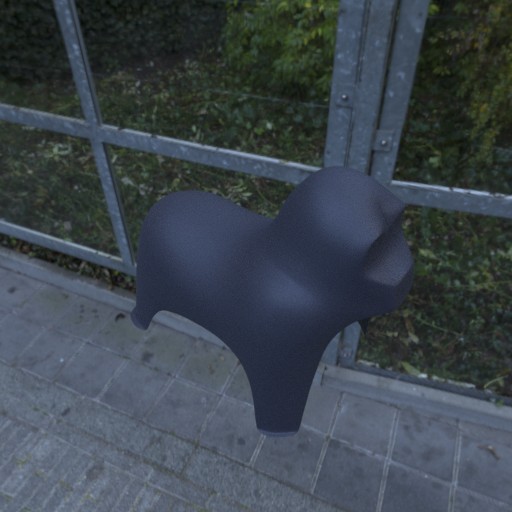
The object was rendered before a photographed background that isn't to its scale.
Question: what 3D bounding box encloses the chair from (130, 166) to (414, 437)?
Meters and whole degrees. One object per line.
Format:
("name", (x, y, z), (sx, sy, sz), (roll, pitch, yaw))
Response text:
("chair", (0.000, 0.000, 1.129), (0.758, 0.600, 0.490), (25, 45, 27))
